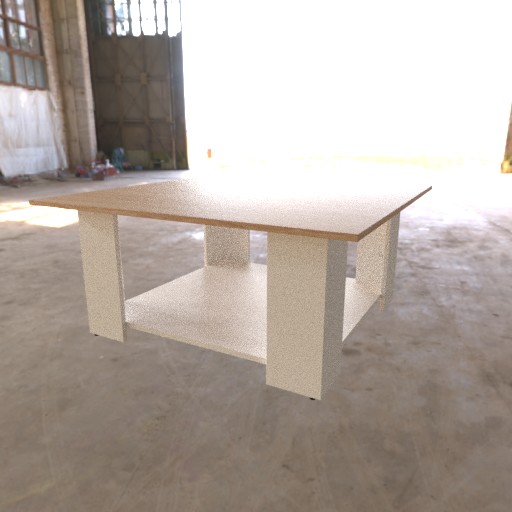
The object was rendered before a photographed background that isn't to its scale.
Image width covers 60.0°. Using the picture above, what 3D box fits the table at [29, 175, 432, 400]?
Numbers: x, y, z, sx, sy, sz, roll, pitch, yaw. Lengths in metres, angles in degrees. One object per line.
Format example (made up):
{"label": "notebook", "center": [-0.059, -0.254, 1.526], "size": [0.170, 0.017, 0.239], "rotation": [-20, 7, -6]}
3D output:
{"label": "table", "center": [0.000, 0.000, 1.054], "size": [0.670, 0.305, 0.670], "rotation": [8, 17, 28]}
